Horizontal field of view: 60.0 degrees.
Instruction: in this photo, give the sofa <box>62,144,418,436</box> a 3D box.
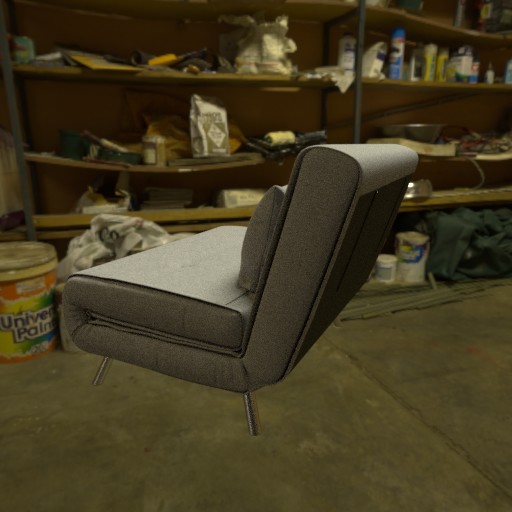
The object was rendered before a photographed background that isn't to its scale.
[{"bbox_3d":[0.000,0.000,1.686,1.000,0.825,1.020,7,16,25],"label":"sofa"}]
